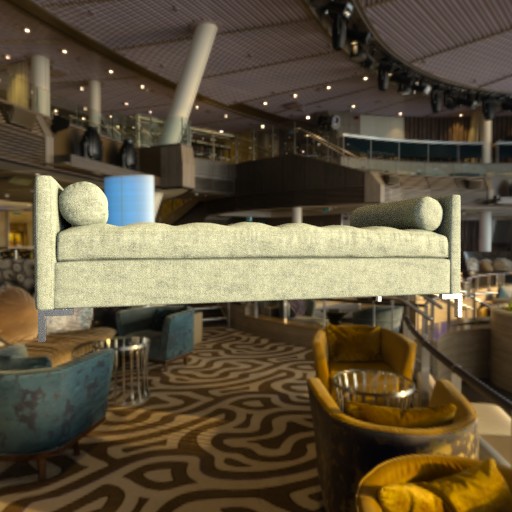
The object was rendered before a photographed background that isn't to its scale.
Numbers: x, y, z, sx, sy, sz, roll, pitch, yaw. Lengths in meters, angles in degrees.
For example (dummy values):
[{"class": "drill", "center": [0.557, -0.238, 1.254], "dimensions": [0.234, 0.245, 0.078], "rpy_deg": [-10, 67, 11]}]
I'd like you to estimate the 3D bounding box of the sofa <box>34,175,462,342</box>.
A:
[{"class": "sofa", "center": [0.000, 0.000, 2.418], "dimensions": [2.102, 0.657, 0.797], "rpy_deg": [0, 1, -18]}]
